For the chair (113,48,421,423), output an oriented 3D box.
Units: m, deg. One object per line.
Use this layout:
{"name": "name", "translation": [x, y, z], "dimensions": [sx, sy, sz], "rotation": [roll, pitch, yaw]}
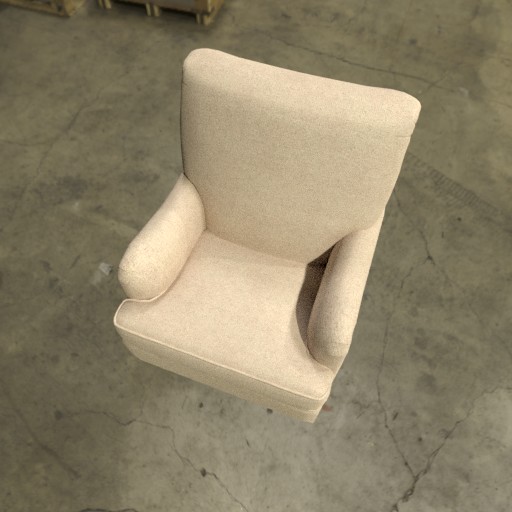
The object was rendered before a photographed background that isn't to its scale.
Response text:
{"name": "chair", "translation": [0.000, 0.000, 1.781], "dimensions": [0.879, 1.119, 0.953], "rotation": [17, 59, 11]}
